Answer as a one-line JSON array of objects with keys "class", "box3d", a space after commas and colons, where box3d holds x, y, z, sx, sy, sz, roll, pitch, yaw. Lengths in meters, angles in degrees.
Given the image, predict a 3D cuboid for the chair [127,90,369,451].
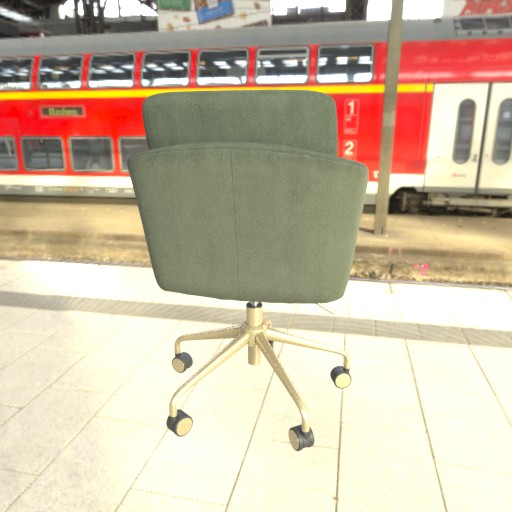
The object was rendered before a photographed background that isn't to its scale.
[{"class": "chair", "box3d": [0.000, 0.000, 1.356, 0.641, 0.908, 0.635, 3, 16, 10]}]
